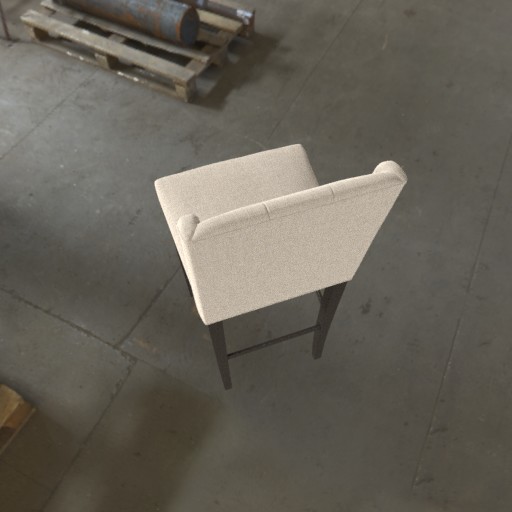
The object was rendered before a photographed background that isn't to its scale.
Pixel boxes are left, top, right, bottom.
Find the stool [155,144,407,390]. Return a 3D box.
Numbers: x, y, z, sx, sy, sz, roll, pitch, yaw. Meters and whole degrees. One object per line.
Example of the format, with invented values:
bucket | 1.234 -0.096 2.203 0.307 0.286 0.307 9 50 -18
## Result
stool | 0.000 0.000 1.376 0.474 1.116 0.509 -16 60 -10
